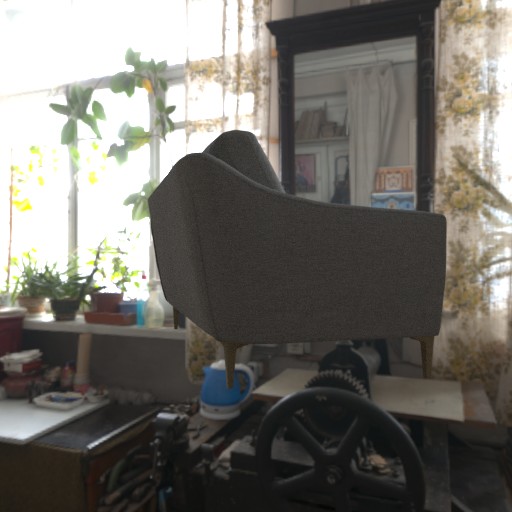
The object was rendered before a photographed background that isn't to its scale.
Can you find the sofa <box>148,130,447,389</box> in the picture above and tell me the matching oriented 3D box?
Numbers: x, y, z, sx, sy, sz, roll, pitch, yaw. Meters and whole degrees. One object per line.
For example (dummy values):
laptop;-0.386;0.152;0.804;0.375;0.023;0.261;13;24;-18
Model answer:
sofa;0.000;0.000;2.219;0.960;0.904;1.619;0;0;-19
